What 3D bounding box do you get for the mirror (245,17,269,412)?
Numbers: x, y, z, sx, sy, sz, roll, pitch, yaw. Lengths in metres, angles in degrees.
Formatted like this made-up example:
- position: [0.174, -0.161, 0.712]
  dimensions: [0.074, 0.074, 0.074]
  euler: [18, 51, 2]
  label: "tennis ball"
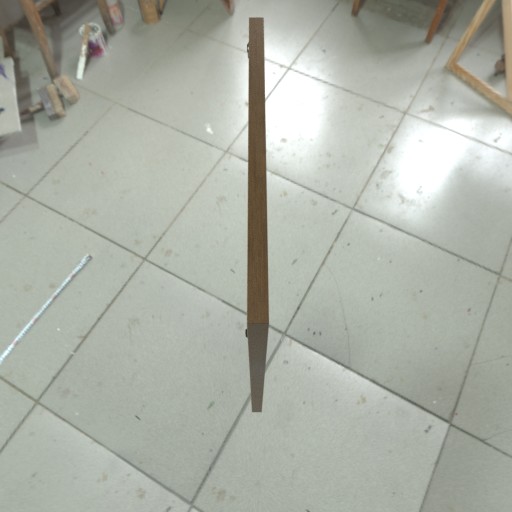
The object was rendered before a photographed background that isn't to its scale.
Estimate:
- position: [0.000, 0.000, 1.338]
  dimensions: [0.040, 1.016, 0.762]
  euler: [0, 63, 0]
  label: "mirror"
